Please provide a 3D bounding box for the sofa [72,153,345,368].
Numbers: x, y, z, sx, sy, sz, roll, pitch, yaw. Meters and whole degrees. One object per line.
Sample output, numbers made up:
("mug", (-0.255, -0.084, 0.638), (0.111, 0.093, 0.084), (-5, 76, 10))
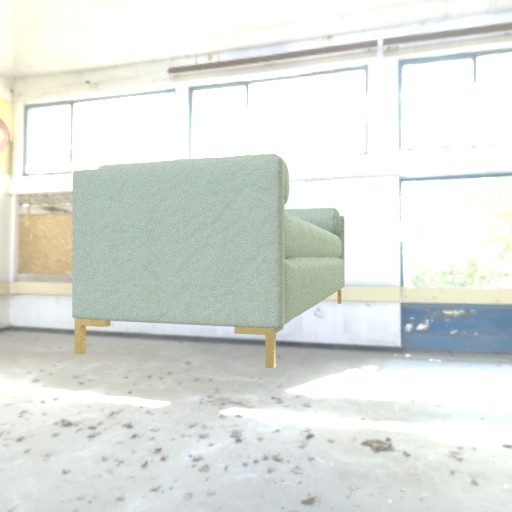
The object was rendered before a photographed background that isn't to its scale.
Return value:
("sofa", (0.000, 0.000, 2.462), (0.796, 0.705, 2.102), (0, 0, 17))
